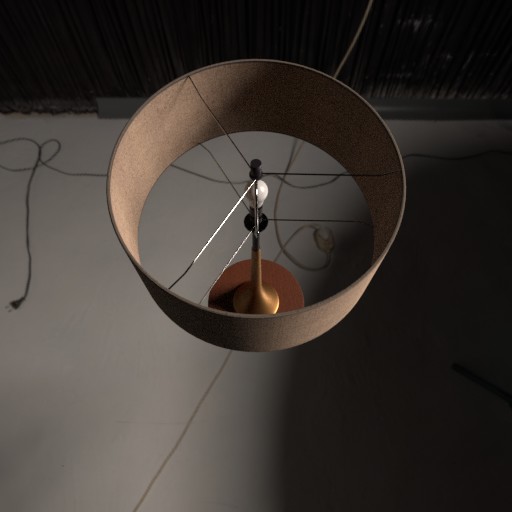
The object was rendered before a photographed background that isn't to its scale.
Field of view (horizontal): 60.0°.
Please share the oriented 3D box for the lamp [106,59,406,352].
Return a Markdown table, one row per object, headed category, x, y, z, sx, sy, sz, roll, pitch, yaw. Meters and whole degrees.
| category | x | y | z | sx | sy | sz | roll | pitch | yaw |
| --- | --- | --- | --- | --- | --- | --- | --- | --- | --- |
| lamp | 0.000 | 0.000 | 0.829 | 0.396 | 0.551 | 0.417 | -1 | 64 | 0 |
